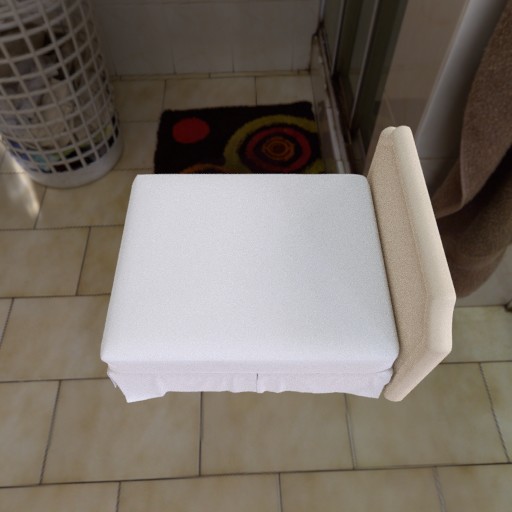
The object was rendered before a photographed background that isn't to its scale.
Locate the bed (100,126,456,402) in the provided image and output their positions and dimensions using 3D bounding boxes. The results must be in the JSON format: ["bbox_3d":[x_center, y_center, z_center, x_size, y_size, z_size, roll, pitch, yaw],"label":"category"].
[{"bbox_3d":[0.000,0.000,3.305,2.209,1.296,1.827,0,58,0],"label":"bed"}]
